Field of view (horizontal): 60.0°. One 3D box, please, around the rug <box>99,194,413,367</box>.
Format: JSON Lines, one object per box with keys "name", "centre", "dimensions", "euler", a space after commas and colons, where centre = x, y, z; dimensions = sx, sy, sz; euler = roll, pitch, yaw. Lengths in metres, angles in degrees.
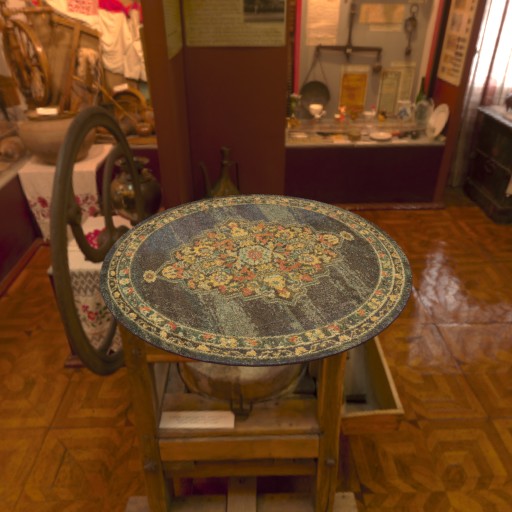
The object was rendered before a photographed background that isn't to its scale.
{"name": "rug", "centre": [0.000, 0.000, 2.350], "dimensions": [1.591, 0.010, 1.591], "euler": [0, 32, 0]}
